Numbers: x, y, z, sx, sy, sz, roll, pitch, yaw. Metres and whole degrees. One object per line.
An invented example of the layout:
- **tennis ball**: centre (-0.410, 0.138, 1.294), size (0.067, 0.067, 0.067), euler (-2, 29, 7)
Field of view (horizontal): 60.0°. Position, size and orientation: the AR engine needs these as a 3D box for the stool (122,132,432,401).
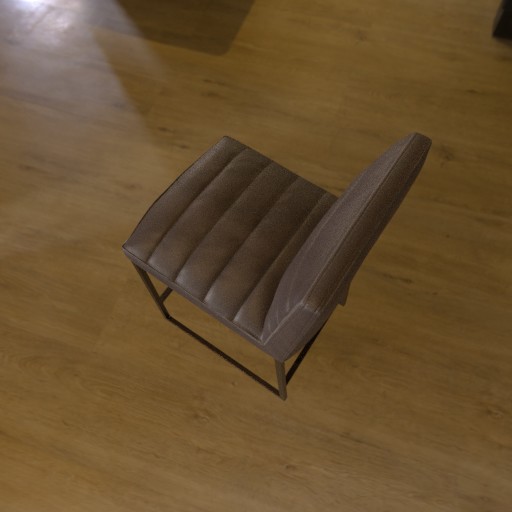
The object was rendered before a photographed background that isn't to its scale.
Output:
- **stool**: centre (0.000, 0.000, 1.262), size (0.562, 0.946, 0.463), euler (31, 68, 14)
